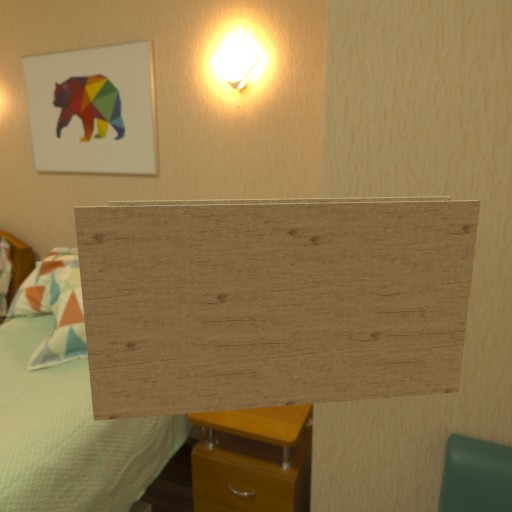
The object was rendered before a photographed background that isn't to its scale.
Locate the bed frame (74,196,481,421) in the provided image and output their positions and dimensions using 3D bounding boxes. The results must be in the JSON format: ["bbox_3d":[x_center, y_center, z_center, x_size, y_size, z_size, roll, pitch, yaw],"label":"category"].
[{"bbox_3d":[0.000,0.000,2.985,1.750,0.970,2.080,-2,13,-8],"label":"bed frame"}]
